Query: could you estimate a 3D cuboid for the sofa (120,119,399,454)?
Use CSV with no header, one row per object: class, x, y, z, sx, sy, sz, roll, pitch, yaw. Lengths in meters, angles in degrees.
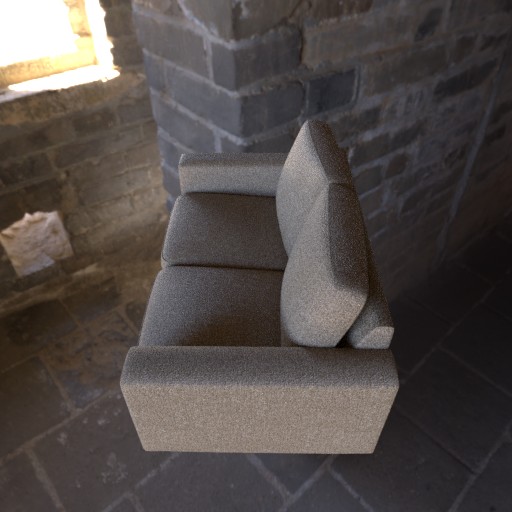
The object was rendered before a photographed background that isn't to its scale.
sofa,0.000,0.000,2.205,1.016,0.873,1.616,0,42,1
